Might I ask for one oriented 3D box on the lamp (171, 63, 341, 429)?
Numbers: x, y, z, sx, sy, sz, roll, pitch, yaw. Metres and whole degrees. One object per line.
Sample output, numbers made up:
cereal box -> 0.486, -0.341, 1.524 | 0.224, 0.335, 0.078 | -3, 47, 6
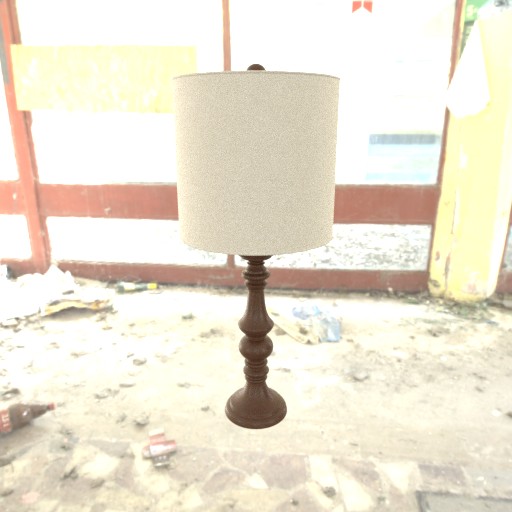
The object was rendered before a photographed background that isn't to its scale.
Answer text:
lamp -> 0.000, 0.000, 0.744 | 0.250, 0.597, 0.250 | 8, 18, 25
